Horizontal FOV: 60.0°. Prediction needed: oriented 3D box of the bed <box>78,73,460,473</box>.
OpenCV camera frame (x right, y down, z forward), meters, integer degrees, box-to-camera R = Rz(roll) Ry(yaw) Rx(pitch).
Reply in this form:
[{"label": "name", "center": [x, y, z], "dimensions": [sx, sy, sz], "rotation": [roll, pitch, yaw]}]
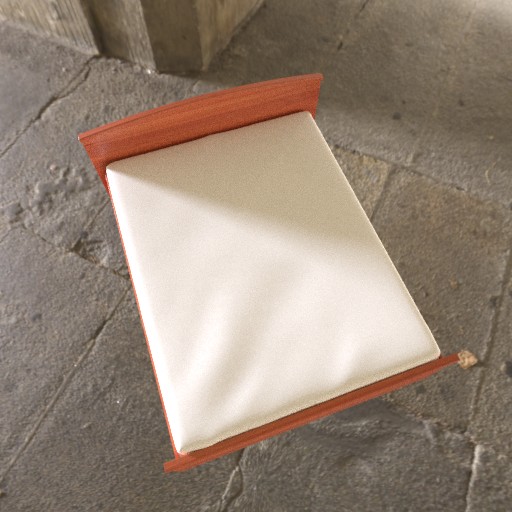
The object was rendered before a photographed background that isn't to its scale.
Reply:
[{"label": "bed", "center": [0.000, 0.000, 2.837], "dimensions": [1.683, 0.848, 2.053], "rotation": [-18, 64, -9]}]
